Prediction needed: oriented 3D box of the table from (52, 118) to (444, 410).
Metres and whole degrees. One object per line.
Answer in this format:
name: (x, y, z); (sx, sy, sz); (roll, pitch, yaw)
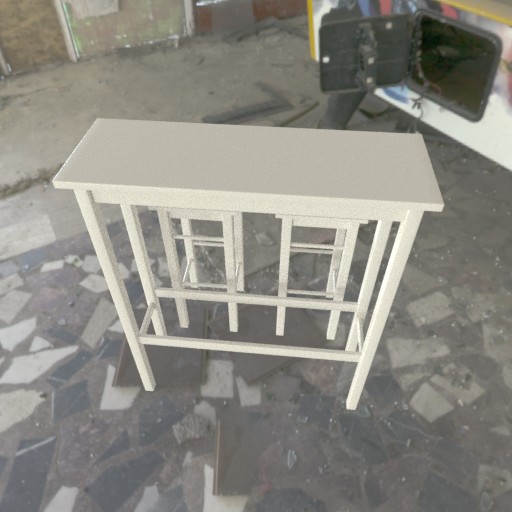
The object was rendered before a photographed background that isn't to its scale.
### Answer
table: (0.000, 0.000, 1.631); (0.915, 1.065, 0.650); (4, 45, 4)
